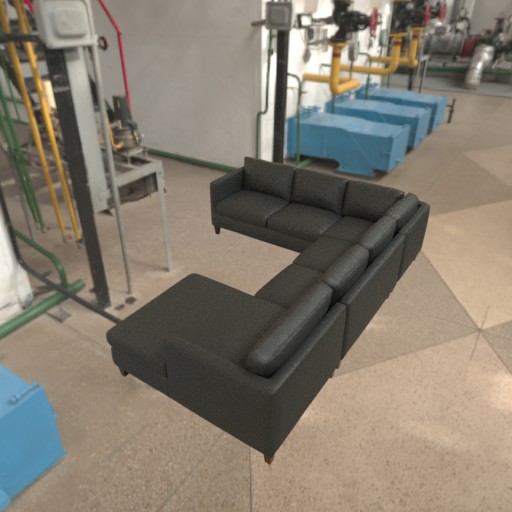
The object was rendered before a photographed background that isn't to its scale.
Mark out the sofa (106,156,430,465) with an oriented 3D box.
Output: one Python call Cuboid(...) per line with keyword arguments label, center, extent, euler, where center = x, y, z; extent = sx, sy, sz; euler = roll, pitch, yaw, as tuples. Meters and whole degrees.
Cuboid(label="sofa", center=(0.000, 0.000, 4.630), extent=(2.593, 0.923, 3.460), euler=(19, 35, 29))
